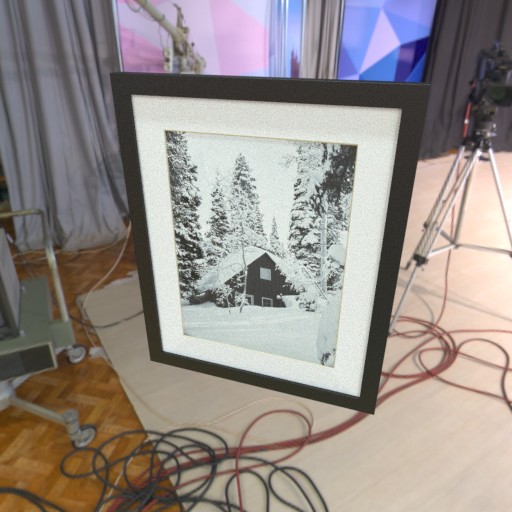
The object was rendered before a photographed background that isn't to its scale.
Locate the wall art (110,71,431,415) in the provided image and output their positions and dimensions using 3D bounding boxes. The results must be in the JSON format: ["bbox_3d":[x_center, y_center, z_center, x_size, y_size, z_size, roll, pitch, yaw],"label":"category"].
[{"bbox_3d":[0.000,0.000,0.528,0.325,0.397,0.018,9,29,16],"label":"wall art"}]
